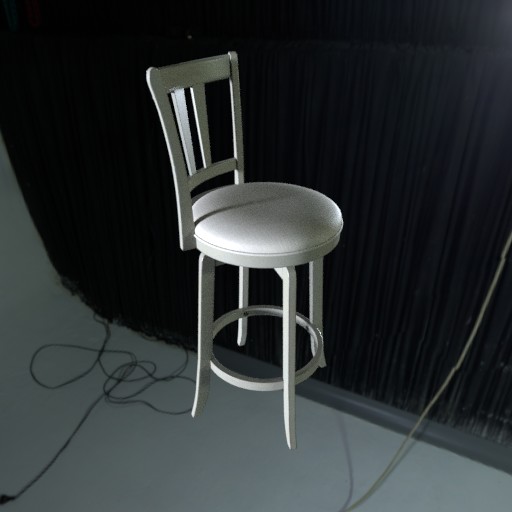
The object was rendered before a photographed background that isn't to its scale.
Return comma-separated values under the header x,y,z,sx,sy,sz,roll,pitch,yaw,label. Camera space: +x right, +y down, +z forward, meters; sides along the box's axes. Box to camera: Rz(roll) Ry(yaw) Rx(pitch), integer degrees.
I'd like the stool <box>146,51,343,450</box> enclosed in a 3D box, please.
x,y,z,sx,sy,sz,roll,pitch,yaw,label
0.000,0.000,1.287,0.475,1.042,0.436,11,31,18,stool
